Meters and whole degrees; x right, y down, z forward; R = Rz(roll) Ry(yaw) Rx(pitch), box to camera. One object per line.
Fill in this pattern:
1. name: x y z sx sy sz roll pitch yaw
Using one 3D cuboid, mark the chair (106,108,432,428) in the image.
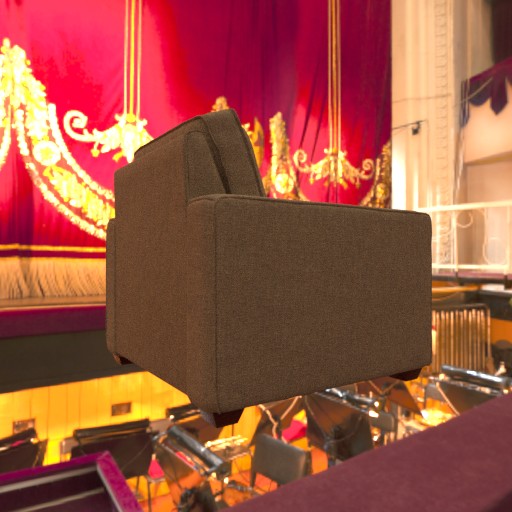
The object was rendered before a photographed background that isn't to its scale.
1. chair: 0.000 0.000 1.781 0.940 0.914 1.016 0 0 -34
